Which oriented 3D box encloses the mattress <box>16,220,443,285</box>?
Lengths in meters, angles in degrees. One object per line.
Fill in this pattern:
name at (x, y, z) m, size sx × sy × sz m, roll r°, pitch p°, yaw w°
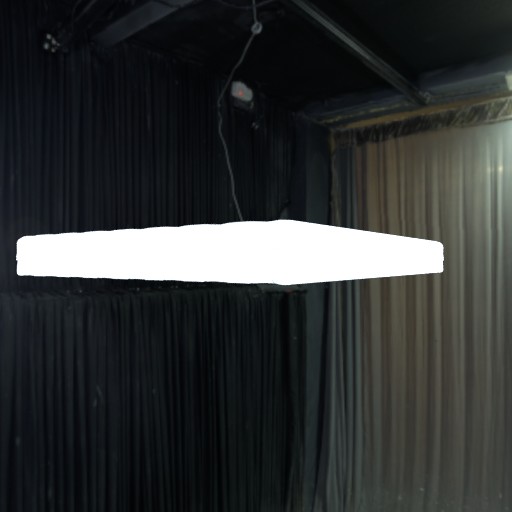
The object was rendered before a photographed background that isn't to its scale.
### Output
mattress at (0.000, 0.000, 2.523) m, size 1.600 × 0.200 × 1.900 m, roll 0°, pitch -1°, yaw 35°
